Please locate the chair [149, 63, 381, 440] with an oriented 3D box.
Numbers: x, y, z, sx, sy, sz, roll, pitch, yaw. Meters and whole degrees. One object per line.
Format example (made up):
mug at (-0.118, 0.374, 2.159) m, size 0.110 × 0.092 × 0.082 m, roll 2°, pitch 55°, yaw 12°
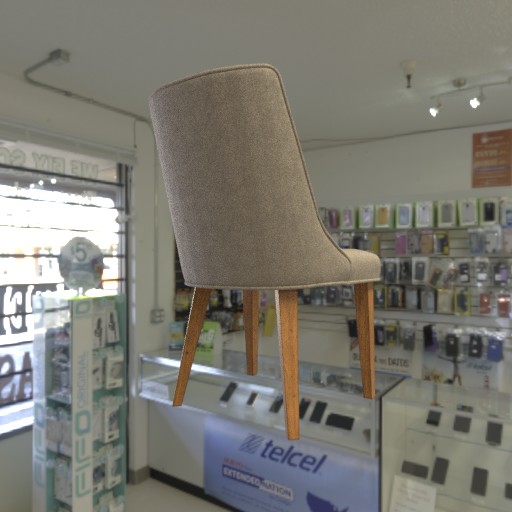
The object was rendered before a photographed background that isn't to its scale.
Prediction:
chair at (0.000, 0.000, 1.343) m, size 0.548 × 0.916 × 0.636 m, roll 0°, pitch 0°, yaw 37°
